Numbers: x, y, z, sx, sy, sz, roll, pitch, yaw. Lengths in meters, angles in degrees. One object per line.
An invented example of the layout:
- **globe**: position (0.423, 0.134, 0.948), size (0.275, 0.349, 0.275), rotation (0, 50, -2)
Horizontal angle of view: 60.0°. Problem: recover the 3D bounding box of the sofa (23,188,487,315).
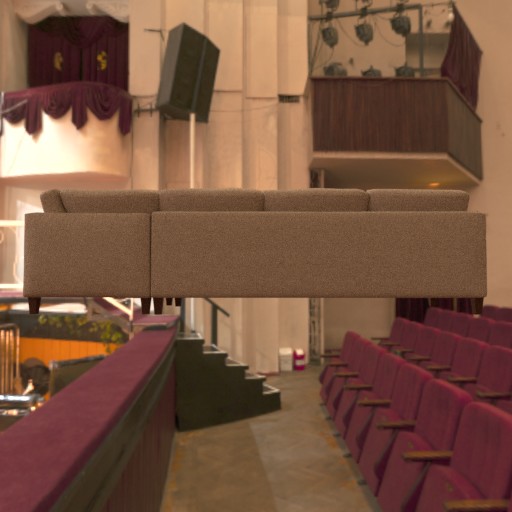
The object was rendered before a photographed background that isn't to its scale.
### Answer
- **sofa**: position (0.000, 0.000, 4.356), size (3.333, 0.934, 2.522), rotation (0, -2, 0)
